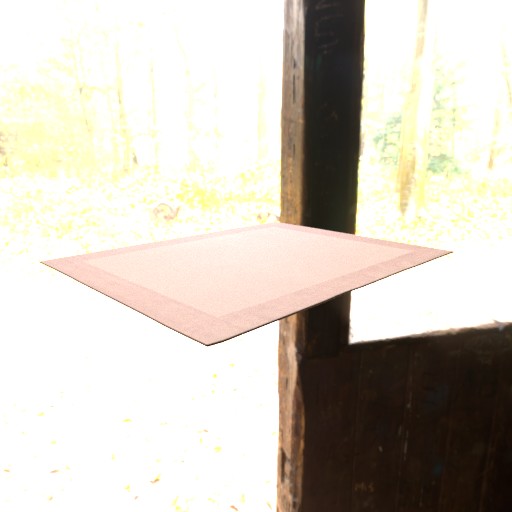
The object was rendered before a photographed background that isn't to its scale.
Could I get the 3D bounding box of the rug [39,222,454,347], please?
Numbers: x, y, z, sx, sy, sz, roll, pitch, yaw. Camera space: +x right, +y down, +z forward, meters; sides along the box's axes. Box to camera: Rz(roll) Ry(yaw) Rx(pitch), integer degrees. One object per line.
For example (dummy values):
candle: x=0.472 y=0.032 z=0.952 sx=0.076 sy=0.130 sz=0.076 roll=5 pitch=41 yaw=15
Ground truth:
rug: x=0.000 y=0.000 z=4.142 sx=3.057 sy=0.021 sz=2.431 roll=-13 pitch=19 yaw=-43
